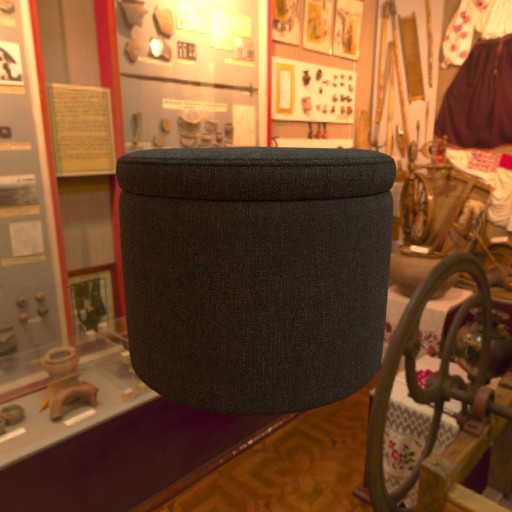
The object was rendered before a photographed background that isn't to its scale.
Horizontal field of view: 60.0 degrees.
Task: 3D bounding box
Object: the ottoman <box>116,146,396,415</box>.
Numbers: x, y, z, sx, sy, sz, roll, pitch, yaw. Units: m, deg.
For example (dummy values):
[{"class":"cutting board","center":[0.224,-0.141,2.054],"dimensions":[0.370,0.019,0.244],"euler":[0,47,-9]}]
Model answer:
[{"class":"ottoman","center":[0.000,0.000,0.896],"dimensions":[0.520,0.430,0.520],"euler":[0,14,0]}]
